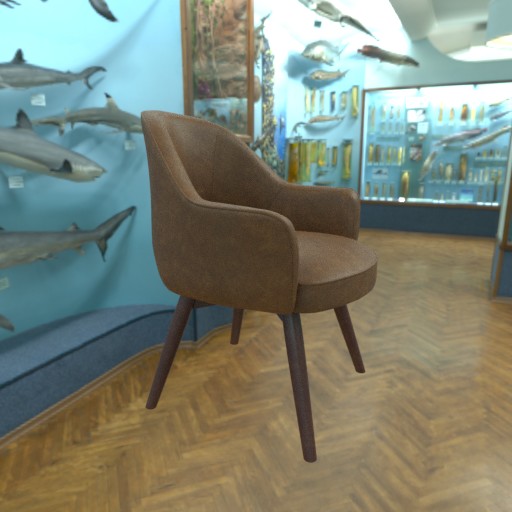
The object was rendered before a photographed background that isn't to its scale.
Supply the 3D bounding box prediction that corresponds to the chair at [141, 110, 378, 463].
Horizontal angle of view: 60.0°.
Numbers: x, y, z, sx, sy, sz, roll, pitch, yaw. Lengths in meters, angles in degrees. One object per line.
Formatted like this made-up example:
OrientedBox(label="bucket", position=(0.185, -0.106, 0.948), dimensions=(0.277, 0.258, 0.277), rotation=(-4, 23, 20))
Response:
OrientedBox(label="chair", position=(0.000, 0.000, 1.205), dimensions=(0.640, 0.777, 0.591), rotation=(7, 15, 26))
